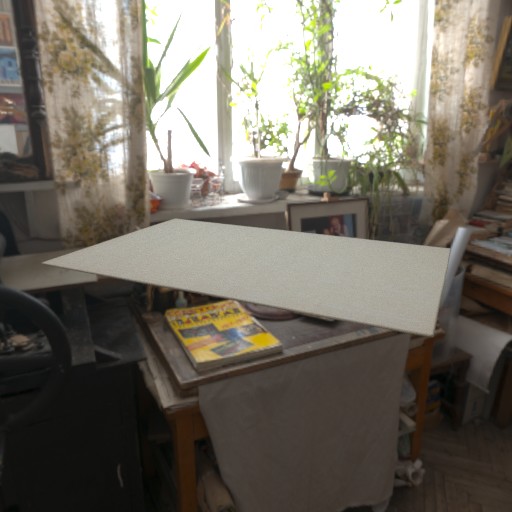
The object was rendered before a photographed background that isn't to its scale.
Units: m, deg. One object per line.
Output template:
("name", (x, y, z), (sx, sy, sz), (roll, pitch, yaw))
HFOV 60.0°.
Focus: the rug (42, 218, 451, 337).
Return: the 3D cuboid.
("rug", (0.000, 0.000, 3.086), (2.441, 0.014, 1.531), (8, 19, 24))
